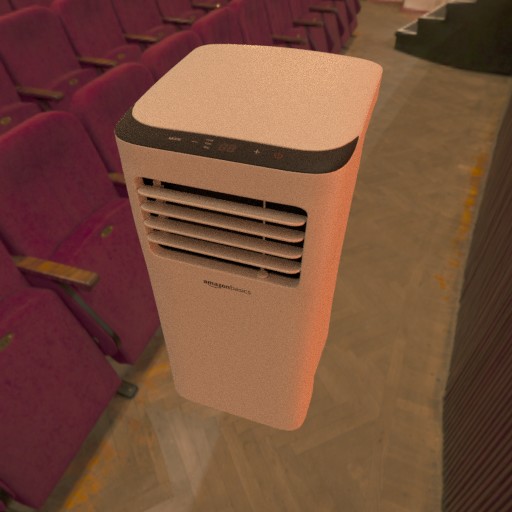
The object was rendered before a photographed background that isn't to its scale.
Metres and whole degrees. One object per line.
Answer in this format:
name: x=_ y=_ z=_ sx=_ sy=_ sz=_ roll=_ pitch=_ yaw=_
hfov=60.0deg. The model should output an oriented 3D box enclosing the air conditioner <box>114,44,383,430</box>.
air conditioner: x=0.000 y=0.000 z=0.910 sx=0.352 sy=0.716 sz=0.369 roll=13 pitch=42 yaw=14
